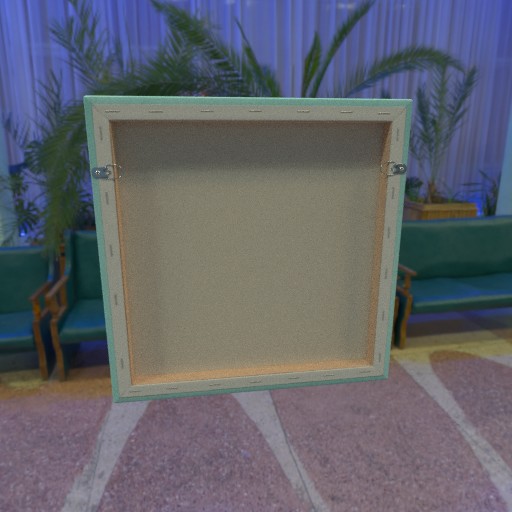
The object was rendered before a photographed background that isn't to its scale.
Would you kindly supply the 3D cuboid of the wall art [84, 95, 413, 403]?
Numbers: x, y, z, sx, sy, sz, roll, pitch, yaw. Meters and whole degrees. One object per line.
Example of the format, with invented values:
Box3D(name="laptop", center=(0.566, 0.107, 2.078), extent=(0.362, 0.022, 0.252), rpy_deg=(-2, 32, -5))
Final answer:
Box3D(name="wall art", center=(0.000, 0.000, 1.138), extent=(0.765, 0.766, 0.054), rpy_deg=(-2, 16, -9))
